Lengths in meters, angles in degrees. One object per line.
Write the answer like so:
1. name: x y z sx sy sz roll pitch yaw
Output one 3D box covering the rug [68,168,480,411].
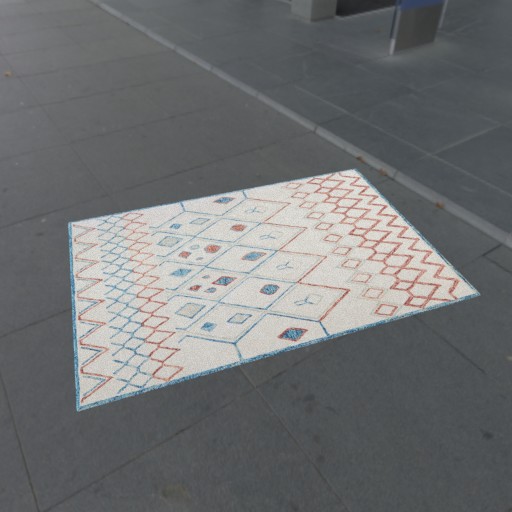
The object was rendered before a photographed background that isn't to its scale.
1. rug: 0.000 0.000 2.303 1.829 0.016 1.219 -13 43 -14
